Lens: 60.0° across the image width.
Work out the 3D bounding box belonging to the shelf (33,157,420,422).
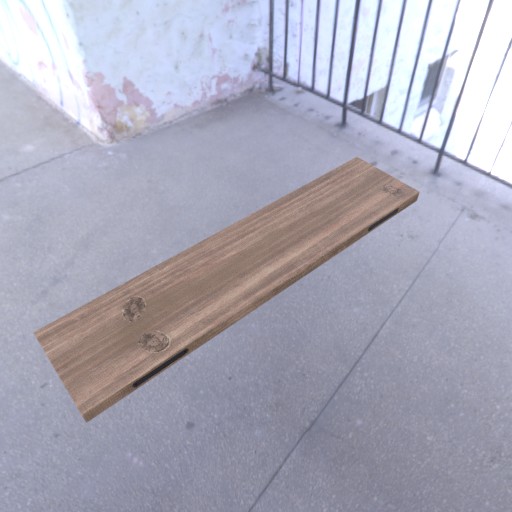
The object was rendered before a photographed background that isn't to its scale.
[{"bbox_3d":[0.000,0.000,0.660,0.610,0.020,0.140,-31,53,-27],"label":"shelf"}]
